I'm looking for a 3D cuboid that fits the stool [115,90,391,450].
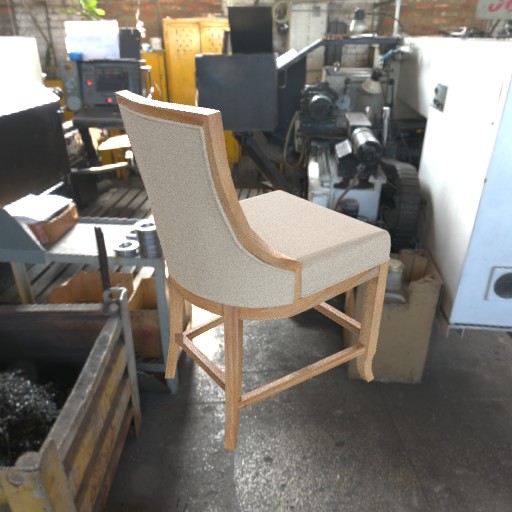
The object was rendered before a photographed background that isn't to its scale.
[{"bbox_3d":[0.000,0.000,1.331,0.626,0.938,0.524,-19,33,-33],"label":"stool"}]
